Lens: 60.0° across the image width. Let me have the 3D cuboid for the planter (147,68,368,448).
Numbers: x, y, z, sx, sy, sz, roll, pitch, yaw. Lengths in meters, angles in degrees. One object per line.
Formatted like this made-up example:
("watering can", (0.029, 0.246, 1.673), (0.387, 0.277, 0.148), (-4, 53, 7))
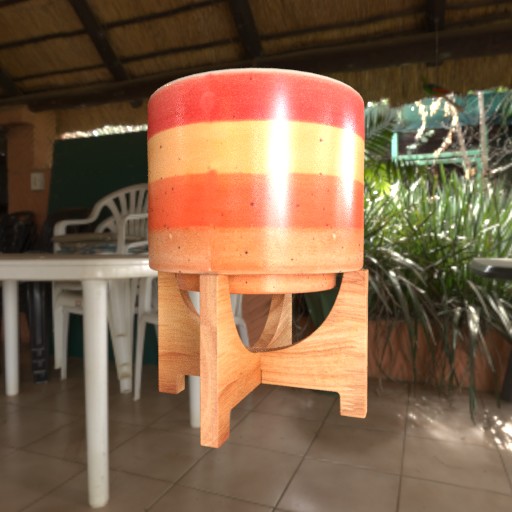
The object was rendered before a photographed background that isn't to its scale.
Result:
("planter", (0.000, 0.000, 0.405), (0.199, 0.268, 0.199), (0, 2, 0))
